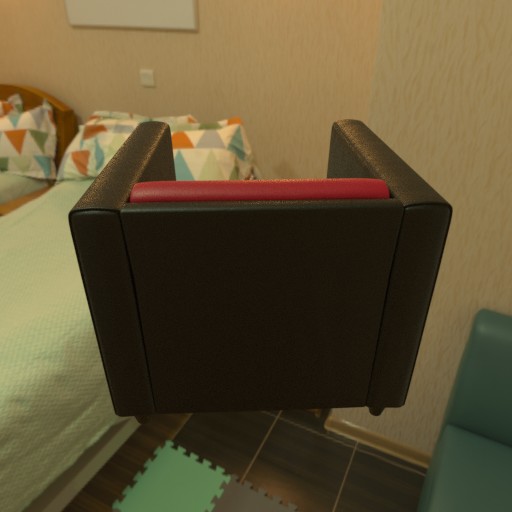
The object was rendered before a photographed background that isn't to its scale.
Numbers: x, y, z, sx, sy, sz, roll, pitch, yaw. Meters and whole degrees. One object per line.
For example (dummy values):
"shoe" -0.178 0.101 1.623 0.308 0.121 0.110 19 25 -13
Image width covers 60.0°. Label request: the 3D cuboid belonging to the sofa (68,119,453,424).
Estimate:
"sofa" 0.000 0.000 1.457 0.839 0.724 0.809 -1 30 -2
